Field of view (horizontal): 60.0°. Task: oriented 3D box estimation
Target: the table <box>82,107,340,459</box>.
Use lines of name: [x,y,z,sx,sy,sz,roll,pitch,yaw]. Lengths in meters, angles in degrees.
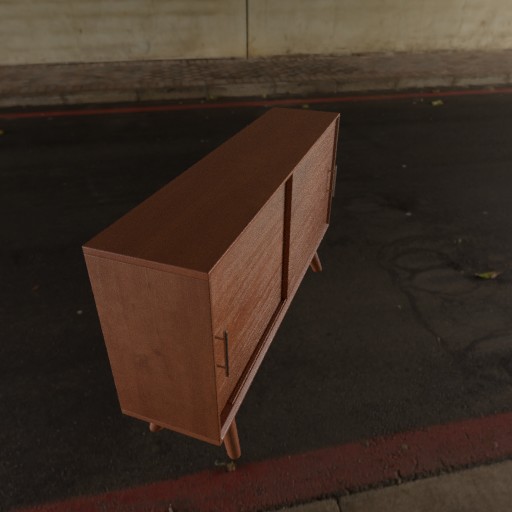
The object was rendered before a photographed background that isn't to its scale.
table: [0.000,0.000,1.516,0.308,0.698,1.220,11,34,17]
